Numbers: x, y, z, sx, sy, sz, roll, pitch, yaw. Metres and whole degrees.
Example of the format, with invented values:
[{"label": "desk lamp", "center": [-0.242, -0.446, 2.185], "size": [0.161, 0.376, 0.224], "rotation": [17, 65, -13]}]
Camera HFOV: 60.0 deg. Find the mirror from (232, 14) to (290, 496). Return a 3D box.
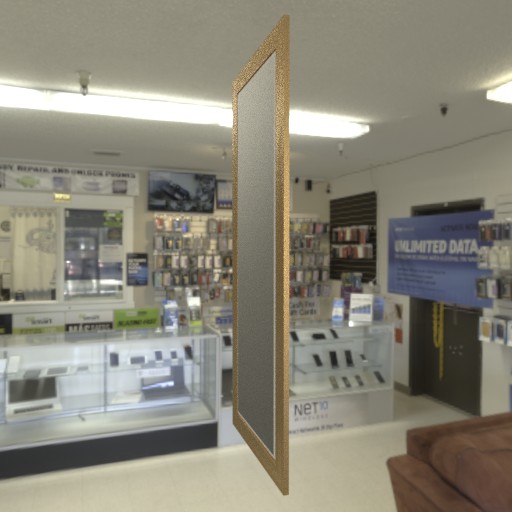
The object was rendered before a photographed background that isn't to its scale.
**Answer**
[{"label": "mirror", "center": [0.000, 0.000, 2.260], "size": [0.025, 2.031, 0.812], "rotation": [0, 1, -19]}]
